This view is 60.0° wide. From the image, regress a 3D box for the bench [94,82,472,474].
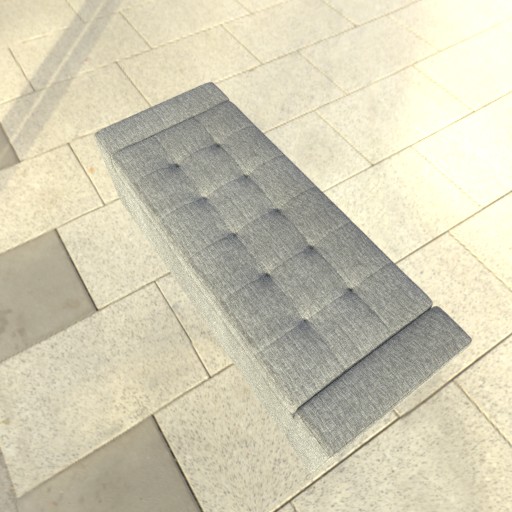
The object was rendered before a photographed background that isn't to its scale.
[{"bbox_3d":[0.000,0.000,1.538,0.508,0.445,1.296,-31,64,-17],"label":"bench"}]
